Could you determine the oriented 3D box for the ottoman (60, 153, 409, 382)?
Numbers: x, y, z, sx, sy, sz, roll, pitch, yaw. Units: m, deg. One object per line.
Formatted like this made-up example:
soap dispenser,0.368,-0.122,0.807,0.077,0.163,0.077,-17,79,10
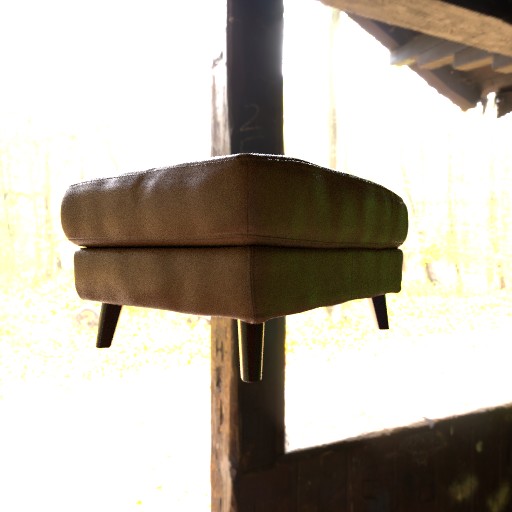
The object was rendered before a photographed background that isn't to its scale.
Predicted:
ottoman,0.000,0.000,1.258,0.630,0.461,0.869,1,1,37
